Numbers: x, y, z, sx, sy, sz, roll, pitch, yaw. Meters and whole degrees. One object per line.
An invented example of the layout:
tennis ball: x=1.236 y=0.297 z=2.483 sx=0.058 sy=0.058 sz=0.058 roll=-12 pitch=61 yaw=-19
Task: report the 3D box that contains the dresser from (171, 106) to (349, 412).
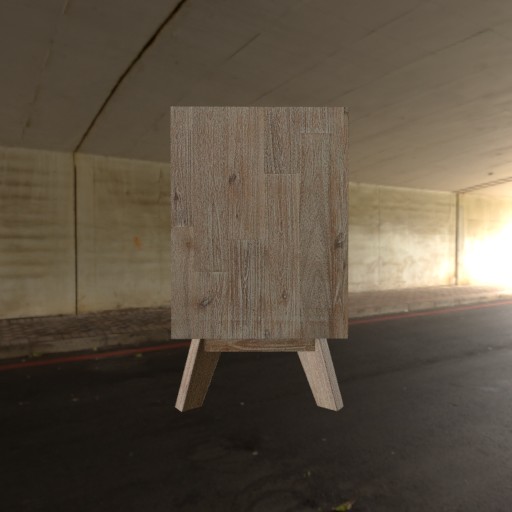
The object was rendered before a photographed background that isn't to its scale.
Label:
dresser: x=0.000 y=0.000 z=1.935 sx=0.455 sy=0.788 sz=1.602 roll=0 pitch=1 yaw=-1
